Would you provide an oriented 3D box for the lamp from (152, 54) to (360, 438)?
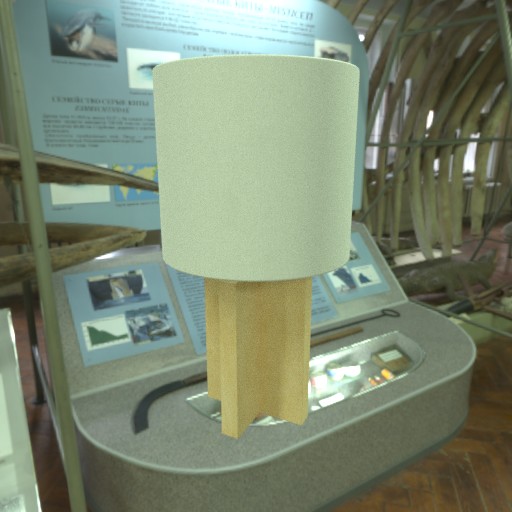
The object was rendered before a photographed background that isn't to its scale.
[{"bbox_3d":[0.000,0.000,0.554,0.229,0.428,0.229,8,17,26],"label":"lamp"}]
